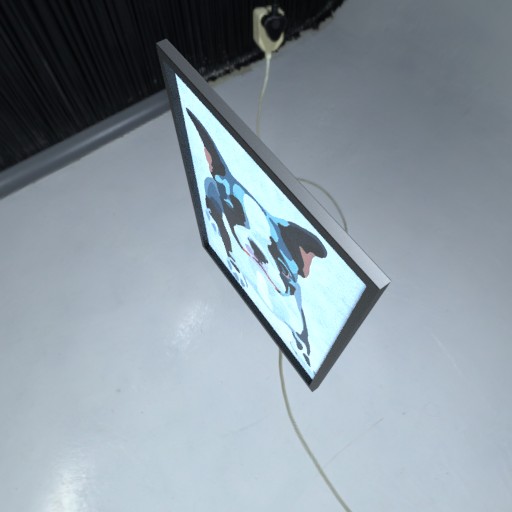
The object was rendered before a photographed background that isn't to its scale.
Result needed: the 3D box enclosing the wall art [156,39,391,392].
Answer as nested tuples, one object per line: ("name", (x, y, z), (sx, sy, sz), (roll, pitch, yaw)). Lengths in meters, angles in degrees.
("wall art", (0.000, 0.000, 1.372), (0.030, 1.027, 0.774), (-33, 68, -15))
